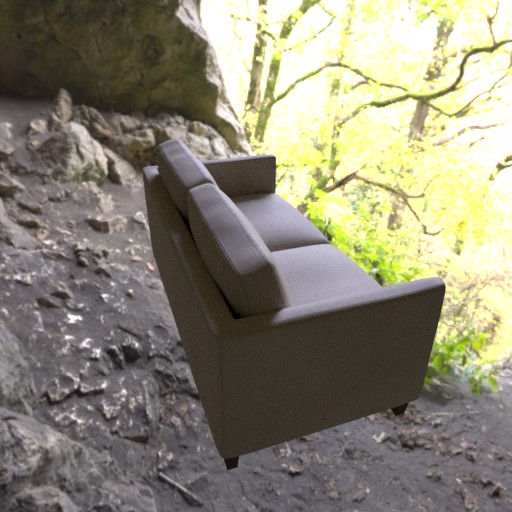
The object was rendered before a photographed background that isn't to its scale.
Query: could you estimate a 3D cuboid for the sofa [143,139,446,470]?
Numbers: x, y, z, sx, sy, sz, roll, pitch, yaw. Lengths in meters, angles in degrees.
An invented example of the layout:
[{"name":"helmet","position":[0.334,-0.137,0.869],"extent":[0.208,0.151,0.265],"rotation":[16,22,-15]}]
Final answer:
[{"name":"sofa","position":[0.000,0.000,2.407],"extent":[0.950,0.940,1.846],"rotation":[-10,31,-17]}]
